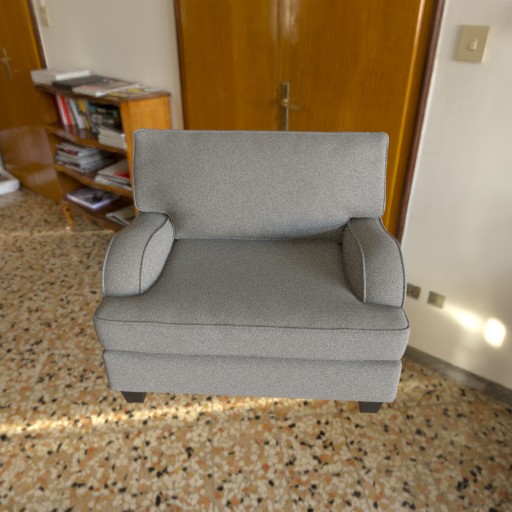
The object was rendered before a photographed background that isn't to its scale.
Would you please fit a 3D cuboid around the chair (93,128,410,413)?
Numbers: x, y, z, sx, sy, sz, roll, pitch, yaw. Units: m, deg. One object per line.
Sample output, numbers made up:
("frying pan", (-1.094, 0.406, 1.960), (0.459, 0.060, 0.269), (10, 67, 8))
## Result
("chair", (0.000, 0.000, 2.051), (1.220, 1.016, 1.040), (2, 30, 3))
